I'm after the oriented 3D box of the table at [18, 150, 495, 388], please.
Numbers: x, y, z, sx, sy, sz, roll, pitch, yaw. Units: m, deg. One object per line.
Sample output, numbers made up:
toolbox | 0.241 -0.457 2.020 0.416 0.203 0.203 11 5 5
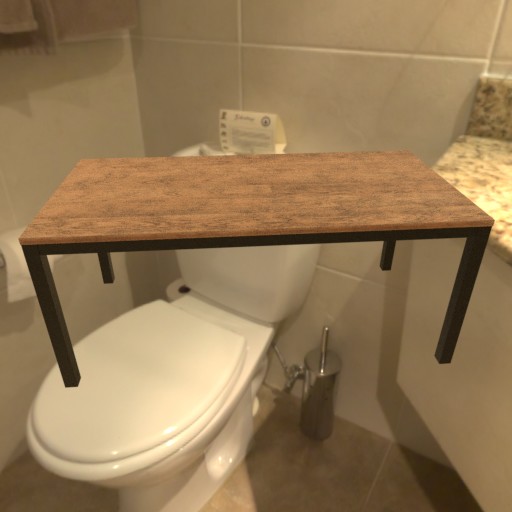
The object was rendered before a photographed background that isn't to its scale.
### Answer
table | 0.000 0.000 2.249 1.805 0.767 0.893 -2 31 -4
